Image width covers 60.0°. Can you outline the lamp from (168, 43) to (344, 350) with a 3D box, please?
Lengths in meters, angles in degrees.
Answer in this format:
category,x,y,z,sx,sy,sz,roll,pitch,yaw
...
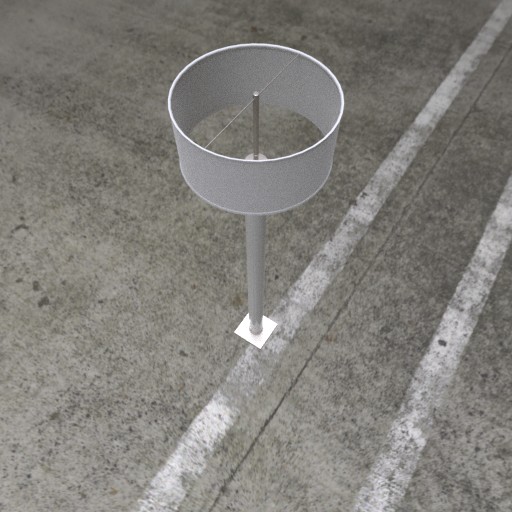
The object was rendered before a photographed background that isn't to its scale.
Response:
category,x,y,z,sx,sy,sz,roll,pitch,yaw
lamp,0.000,0.000,1.677,0.420,1.475,0.420,30,63,17
